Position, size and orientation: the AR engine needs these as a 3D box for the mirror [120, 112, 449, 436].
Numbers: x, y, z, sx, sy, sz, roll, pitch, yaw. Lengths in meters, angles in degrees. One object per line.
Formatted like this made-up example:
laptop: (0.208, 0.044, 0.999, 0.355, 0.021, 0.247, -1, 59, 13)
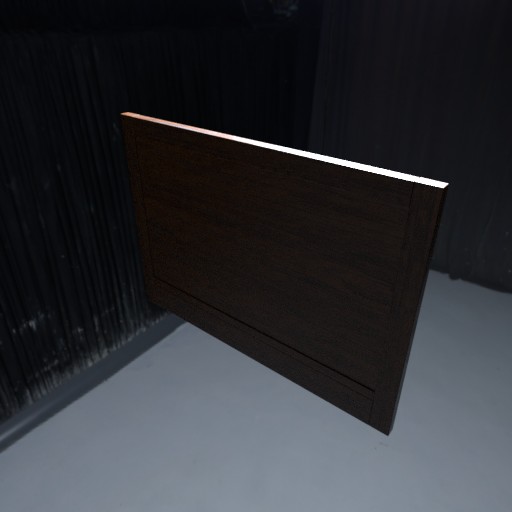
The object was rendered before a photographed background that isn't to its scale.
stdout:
mirror: (0.000, 0.000, 1.001, 0.758, 0.537, 0.084, 22, 37, 33)
